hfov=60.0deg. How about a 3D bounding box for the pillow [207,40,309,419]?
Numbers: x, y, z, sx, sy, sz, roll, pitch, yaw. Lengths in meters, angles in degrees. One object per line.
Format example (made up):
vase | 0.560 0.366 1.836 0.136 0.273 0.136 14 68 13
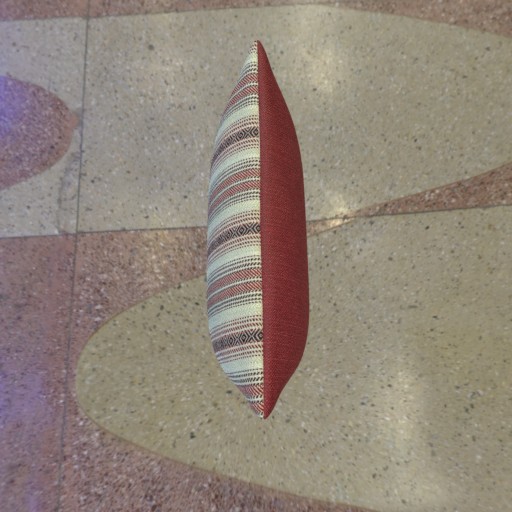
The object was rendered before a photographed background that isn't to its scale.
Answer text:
pillow | 0.000 0.000 0.795 0.166 0.497 0.513 -1 74 0
